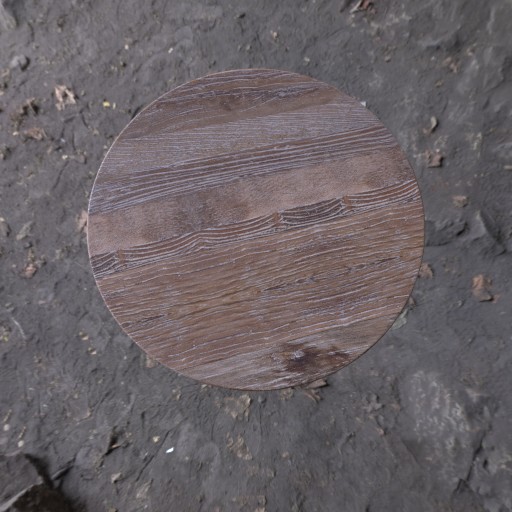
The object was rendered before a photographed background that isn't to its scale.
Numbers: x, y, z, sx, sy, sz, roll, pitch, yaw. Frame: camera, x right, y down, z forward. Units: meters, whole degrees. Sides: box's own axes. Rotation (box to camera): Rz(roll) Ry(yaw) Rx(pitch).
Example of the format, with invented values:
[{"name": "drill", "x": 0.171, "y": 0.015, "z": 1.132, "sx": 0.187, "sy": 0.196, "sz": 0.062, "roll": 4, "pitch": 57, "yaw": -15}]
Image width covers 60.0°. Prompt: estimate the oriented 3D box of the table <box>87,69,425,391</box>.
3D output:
[{"name": "table", "x": 0.000, "y": 0.000, "z": 0.897, "sx": 0.500, "sy": 0.500, "sz": 0.500, "roll": 0, "pitch": 76, "yaw": 0}]
